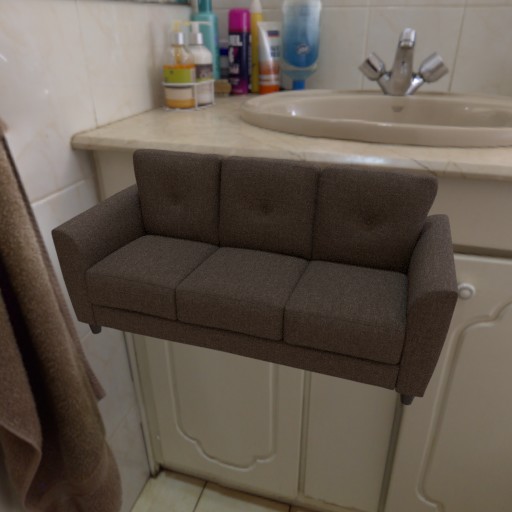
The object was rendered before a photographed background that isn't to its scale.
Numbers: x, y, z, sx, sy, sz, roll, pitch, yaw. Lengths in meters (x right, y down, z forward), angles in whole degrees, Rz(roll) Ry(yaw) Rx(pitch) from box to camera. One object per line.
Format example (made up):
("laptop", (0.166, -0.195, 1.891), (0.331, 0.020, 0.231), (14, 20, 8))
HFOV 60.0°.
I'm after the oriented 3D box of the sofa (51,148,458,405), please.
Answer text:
("sofa", (0.000, 0.000, 2.304), (1.847, 0.891, 0.837), (9, 28, 16))
